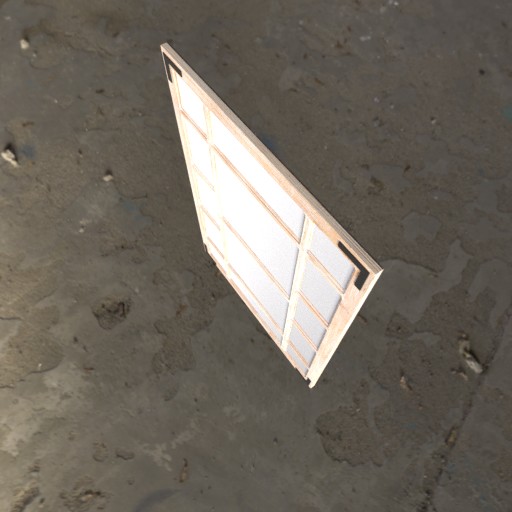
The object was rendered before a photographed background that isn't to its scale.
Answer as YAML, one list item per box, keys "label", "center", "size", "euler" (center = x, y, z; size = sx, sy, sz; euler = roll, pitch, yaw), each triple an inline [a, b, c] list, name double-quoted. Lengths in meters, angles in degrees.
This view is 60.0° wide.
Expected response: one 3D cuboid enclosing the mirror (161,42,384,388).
- label: "mirror"
  center: [0.000, 0.000, 1.314]
  size: [0.025, 0.996, 0.705]
  euler: [-33, 68, -16]
